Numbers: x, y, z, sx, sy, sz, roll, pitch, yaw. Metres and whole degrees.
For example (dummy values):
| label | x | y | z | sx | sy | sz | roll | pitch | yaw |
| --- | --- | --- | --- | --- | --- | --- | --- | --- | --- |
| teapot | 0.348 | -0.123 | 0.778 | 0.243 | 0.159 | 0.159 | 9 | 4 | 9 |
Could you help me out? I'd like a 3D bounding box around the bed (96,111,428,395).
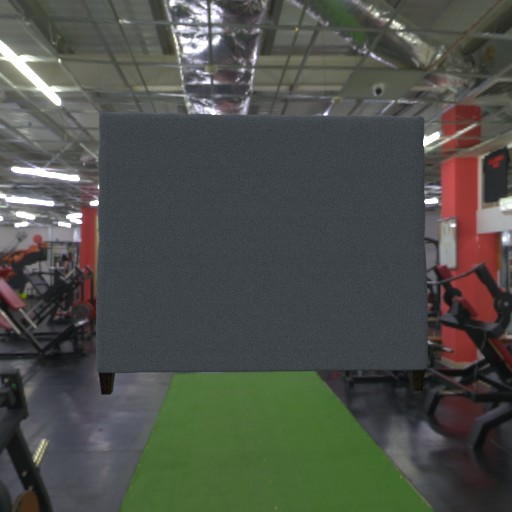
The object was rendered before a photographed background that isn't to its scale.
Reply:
| label | x | y | z | sx | sy | sz | roll | pitch | yaw |
| --- | --- | --- | --- | --- | --- | --- | --- | --- | --- |
| bed | 0.000 | 0.000 | 3.346 | 1.698 | 1.427 | 2.231 | 0 | -1 | -2 |
